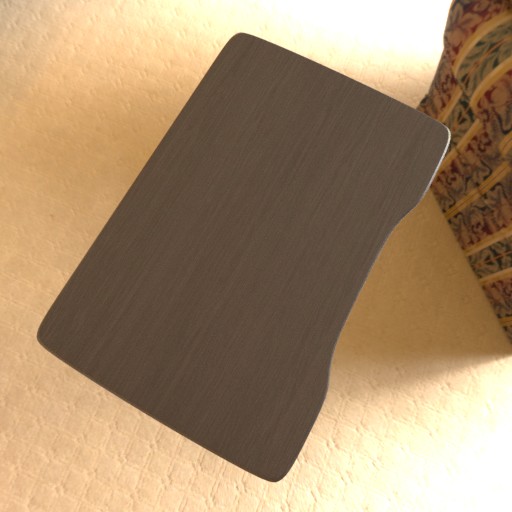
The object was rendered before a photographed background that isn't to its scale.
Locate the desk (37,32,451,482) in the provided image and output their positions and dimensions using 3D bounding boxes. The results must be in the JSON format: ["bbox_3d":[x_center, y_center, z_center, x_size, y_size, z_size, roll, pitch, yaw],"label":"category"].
[{"bbox_3d":[0.000,0.000,1.120,0.546,0.470,0.820,28,77,7],"label":"desk"}]
